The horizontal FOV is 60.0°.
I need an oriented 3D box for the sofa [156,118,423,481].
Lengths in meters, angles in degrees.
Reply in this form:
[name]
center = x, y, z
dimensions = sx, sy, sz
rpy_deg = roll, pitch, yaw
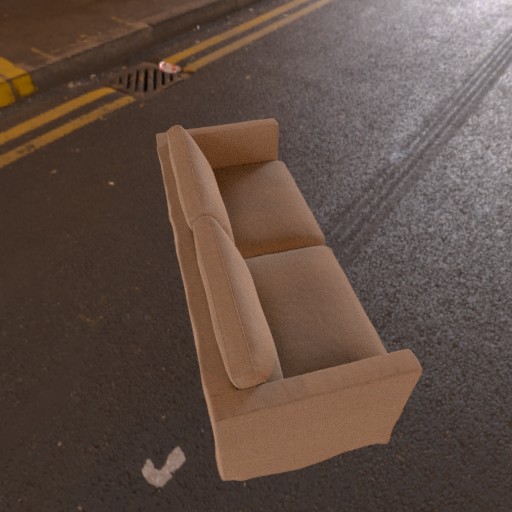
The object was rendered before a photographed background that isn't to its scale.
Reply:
[sofa]
center = 0.000, 0.000, 2.776
dimensions = 0.956, 0.847, 2.296
rpy_deg = -11, 46, -10
